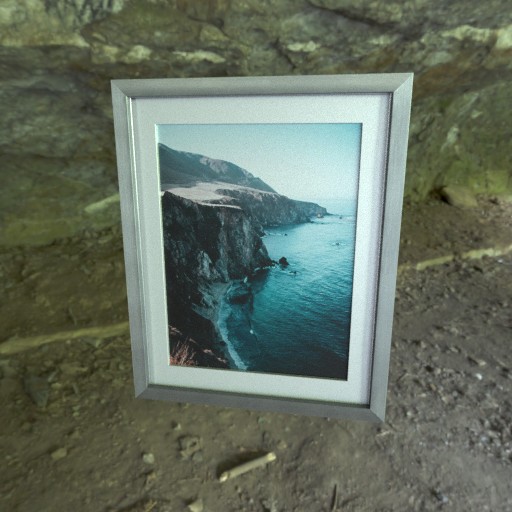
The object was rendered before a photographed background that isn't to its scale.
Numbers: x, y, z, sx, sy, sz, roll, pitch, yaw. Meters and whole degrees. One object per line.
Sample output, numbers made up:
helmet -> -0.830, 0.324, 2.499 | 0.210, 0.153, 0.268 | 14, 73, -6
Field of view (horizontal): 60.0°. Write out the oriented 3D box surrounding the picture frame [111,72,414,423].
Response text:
picture frame -> 0.000, 0.000, 0.740 | 0.449, 0.555, 0.046 | 3, 15, 9
